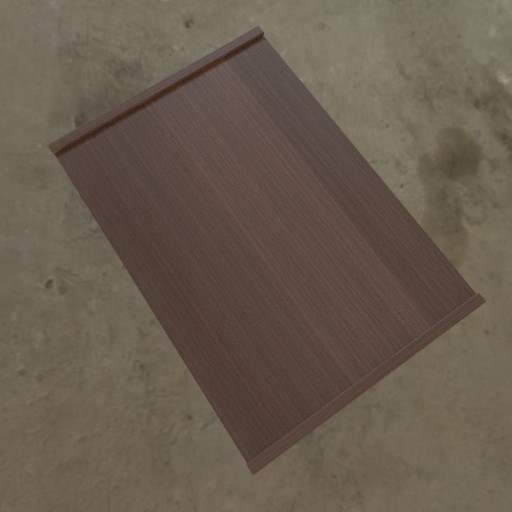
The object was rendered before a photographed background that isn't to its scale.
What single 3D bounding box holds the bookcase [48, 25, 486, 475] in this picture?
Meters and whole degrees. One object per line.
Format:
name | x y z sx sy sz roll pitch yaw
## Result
bookcase | 0.000 0.000 0.626 0.290 0.305 0.415 -33 77 -8
